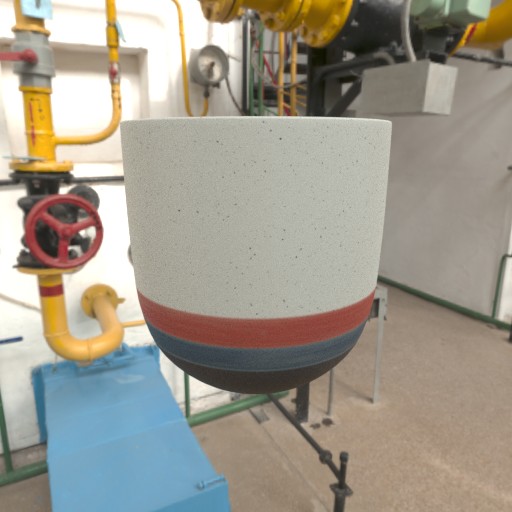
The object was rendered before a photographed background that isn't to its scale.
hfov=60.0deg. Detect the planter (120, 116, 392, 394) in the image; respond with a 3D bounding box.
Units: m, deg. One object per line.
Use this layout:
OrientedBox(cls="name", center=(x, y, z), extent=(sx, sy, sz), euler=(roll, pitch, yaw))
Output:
OrientedBox(cls="planter", center=(0.000, 0.000, 0.372), extent=(0.204, 0.214, 0.204), euler=(0, 15, 0))
